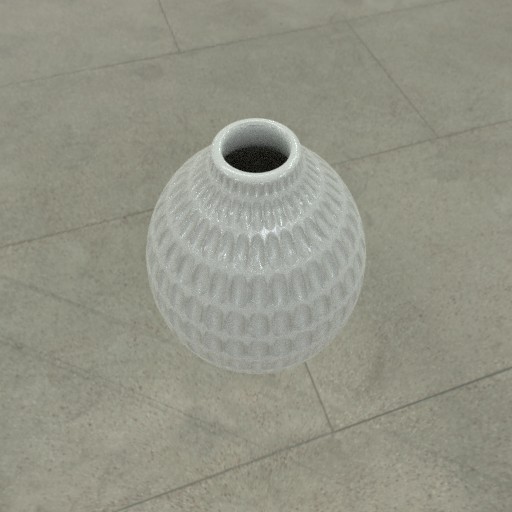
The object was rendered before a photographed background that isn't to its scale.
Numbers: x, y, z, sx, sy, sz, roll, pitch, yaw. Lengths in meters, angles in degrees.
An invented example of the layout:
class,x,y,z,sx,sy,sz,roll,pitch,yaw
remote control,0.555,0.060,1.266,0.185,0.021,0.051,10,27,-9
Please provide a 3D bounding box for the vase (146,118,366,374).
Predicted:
class,x,y,z,sx,sy,sz,roll,pitch,yaw
vase,0.000,0.000,0.335,0.162,0.223,0.162,0,57,0
